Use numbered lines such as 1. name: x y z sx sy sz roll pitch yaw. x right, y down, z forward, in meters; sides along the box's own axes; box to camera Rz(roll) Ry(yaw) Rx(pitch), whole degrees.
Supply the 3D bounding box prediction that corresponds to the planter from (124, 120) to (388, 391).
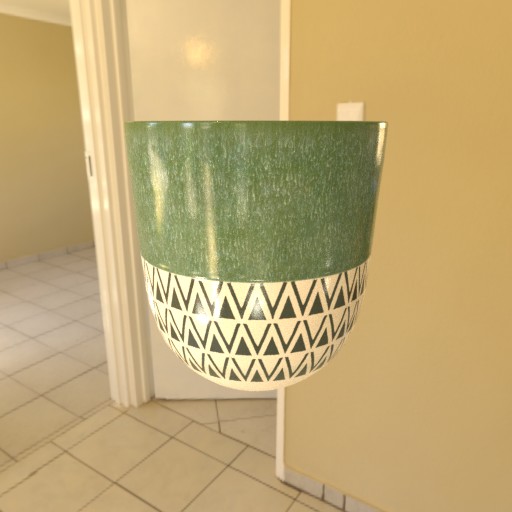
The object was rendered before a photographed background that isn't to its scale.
1. planter: 0.000 0.000 0.369 0.195 0.214 0.195 0 17 0
